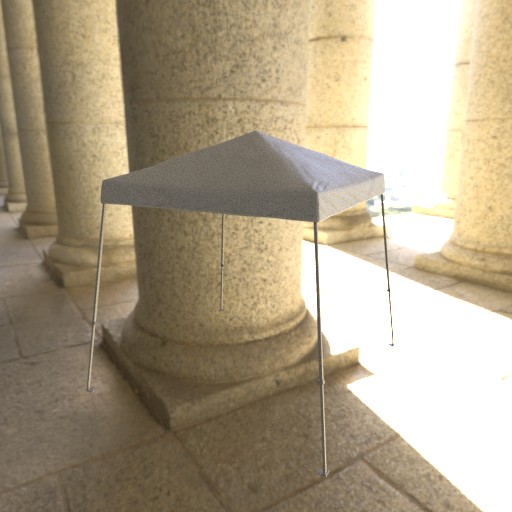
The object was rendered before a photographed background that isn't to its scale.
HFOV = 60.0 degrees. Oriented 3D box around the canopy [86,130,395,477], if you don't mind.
[{"bbox_3d":[0.000,0.000,6.612,3.599,3.600,3.600,8,16,27],"label":"canopy"}]
